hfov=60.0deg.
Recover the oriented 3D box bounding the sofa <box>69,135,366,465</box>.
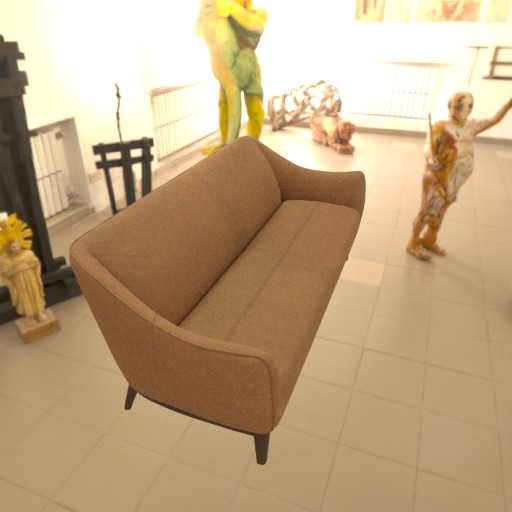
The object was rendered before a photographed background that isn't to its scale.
[{"bbox_3d":[0.000,0.000,2.373,0.869,0.830,1.928,11,31,18],"label":"sofa"}]
